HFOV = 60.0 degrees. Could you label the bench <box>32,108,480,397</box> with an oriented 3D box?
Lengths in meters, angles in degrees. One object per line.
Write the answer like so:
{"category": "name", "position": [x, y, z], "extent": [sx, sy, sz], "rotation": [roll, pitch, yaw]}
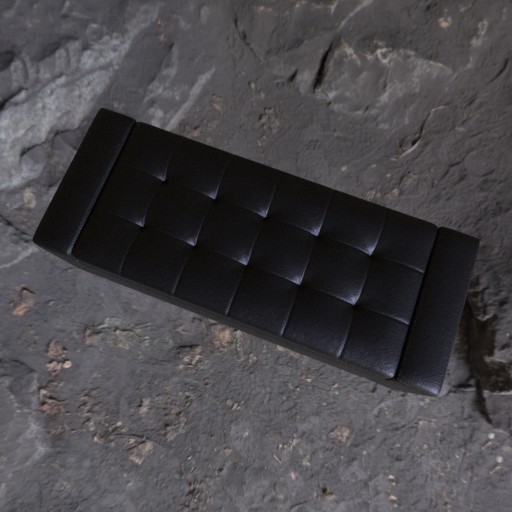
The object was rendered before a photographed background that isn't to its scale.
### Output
{"category": "bench", "position": [0.000, 0.000, 1.554], "extent": [1.296, 0.445, 0.508], "rotation": [20, 77, 5]}
